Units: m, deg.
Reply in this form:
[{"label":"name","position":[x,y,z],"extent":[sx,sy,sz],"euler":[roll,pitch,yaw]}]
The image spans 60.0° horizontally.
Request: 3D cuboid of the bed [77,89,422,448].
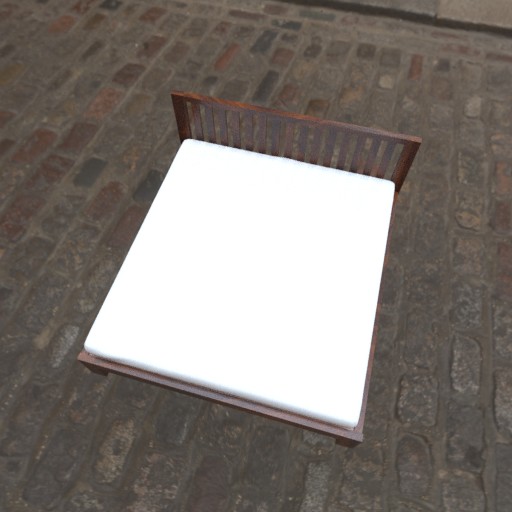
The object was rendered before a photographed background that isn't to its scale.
[{"label":"bed","position":[0.000,0.000,3.201],"extent":[1.905,0.890,2.030],"euler":[14,61,8]}]
